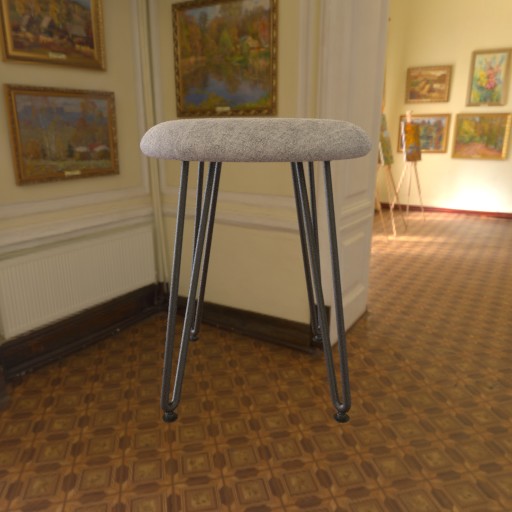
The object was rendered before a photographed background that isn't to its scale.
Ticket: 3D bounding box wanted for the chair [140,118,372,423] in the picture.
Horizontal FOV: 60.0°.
[{"bbox_3d":[0.000,0.000,0.652,0.350,0.386,0.350,-15,22,-43],"label":"chair"}]
